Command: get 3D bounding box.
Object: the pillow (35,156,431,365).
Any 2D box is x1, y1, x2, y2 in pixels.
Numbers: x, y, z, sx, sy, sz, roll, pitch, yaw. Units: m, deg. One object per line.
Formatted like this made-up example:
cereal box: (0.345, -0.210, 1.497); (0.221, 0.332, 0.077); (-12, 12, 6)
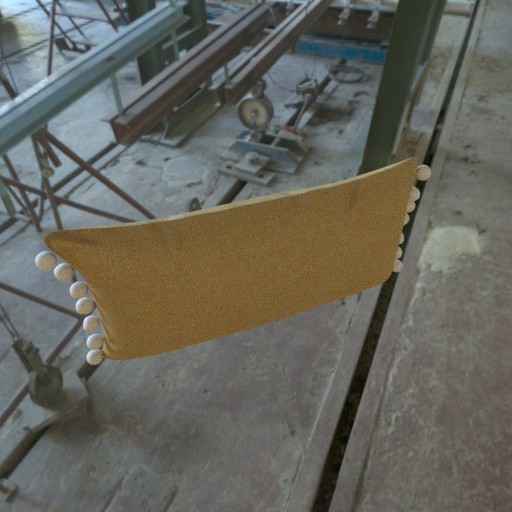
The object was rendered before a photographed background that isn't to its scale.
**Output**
pillow: (0.000, 0.000, 0.840); (0.709, 0.322, 0.201); (-15, 45, -15)
